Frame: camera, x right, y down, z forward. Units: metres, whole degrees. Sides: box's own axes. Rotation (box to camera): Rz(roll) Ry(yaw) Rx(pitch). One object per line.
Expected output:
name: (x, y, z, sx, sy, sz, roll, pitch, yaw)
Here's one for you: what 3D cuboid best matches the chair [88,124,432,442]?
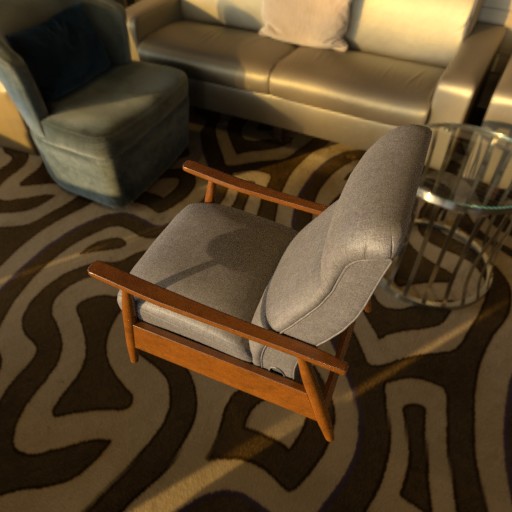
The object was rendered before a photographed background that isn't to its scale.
chair: (0.000, 0.000, 1.764, 1.014, 1.081, 0.762, 17, 48, 15)
